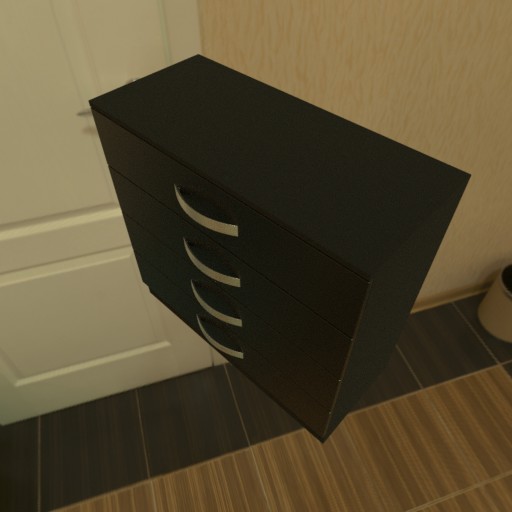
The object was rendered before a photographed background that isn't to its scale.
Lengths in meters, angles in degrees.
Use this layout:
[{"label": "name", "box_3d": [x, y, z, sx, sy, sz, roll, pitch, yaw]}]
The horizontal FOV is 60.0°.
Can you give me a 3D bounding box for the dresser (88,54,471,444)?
[{"label": "dresser", "box_3d": [0.000, 0.000, 1.165, 0.750, 0.720, 0.360, 35, 56, 27]}]
